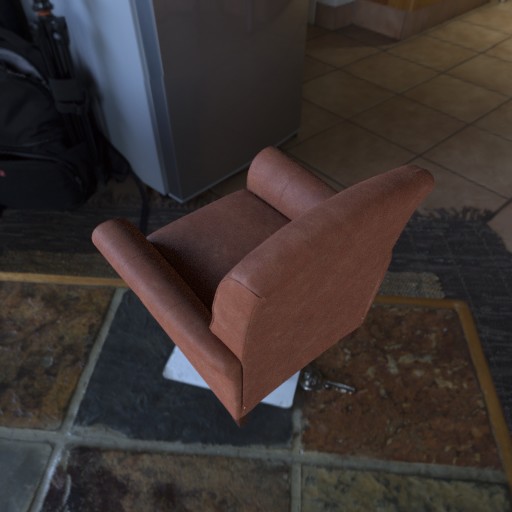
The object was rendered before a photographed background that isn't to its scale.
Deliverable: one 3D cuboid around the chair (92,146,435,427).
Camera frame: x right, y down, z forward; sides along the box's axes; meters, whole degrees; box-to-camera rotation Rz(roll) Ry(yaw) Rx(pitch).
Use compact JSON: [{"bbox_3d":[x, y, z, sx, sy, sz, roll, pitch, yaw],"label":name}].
[{"bbox_3d":[0.000,0.000,1.786,0.978,1.061,0.902,-31,54,-26],"label":"chair"}]
